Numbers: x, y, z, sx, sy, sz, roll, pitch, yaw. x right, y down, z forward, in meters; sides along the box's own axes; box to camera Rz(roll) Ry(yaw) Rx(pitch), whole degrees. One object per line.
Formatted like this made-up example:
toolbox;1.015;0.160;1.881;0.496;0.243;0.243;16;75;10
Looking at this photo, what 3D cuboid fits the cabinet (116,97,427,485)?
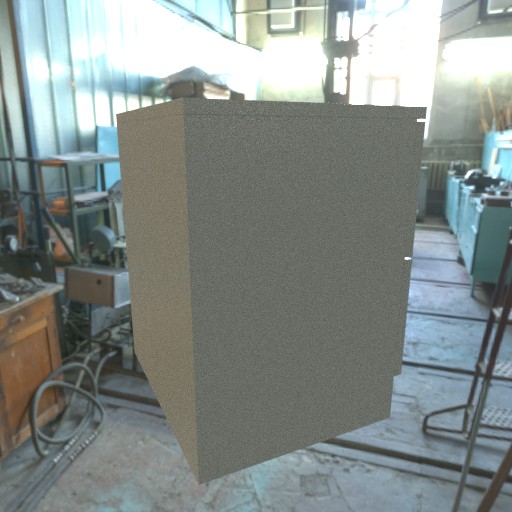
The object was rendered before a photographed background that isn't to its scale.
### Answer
cabinet;0.000;0.000;0.755;0.360;0.470;0.400;-7;17;-25
